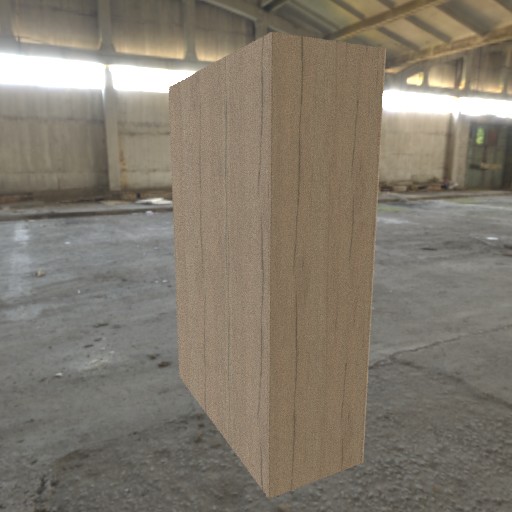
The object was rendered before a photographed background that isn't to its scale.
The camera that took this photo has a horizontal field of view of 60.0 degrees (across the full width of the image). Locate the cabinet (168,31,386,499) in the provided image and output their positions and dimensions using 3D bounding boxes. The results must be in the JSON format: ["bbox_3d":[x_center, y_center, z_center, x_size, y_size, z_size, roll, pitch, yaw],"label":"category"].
[{"bbox_3d":[0.000,0.000,2.646,0.580,2.070,1.400,-6,13,-27],"label":"cabinet"}]
